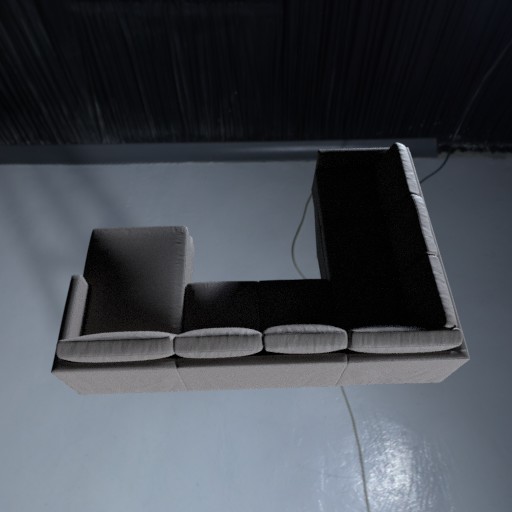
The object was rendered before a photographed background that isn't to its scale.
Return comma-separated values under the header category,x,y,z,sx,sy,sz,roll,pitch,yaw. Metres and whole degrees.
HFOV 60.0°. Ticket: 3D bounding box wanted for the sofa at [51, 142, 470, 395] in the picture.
category,x,y,z,sx,sy,sz,roll,pitch,yaw
sofa,0.000,0.000,4.450,3.460,0.882,2.427,-2,58,-1
